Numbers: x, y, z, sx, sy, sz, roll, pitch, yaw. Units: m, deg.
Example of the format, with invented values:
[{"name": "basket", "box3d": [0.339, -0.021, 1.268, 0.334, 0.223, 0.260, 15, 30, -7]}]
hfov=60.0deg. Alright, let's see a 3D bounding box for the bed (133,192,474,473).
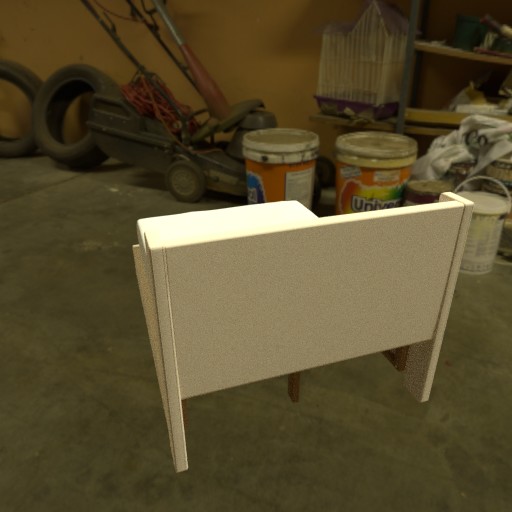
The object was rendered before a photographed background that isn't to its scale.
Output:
[{"name": "bed", "box3d": [0.000, 0.000, 3.464, 1.765, 1.471, 2.280, -9, 28, -17]}]
